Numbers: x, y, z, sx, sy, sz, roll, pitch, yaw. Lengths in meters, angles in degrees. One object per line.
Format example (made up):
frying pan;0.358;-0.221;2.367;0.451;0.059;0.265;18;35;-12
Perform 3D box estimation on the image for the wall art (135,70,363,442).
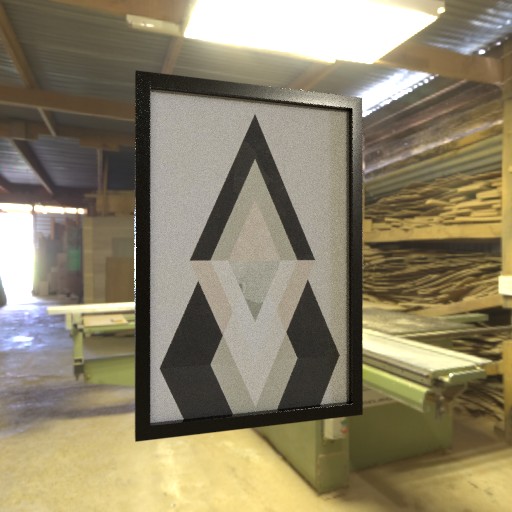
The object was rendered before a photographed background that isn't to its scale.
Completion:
wall art;0.000;0.000;0.597;0.314;0.455;0.019;0;0;-17
